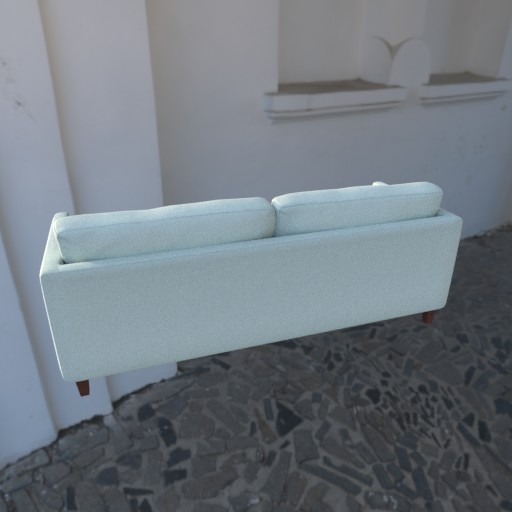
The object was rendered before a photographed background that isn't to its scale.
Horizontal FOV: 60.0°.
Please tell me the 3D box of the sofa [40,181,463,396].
[{"bbox_3d":[0.000,0.000,2.893,2.434,0.965,0.948,-8,26,-17],"label":"sofa"}]
